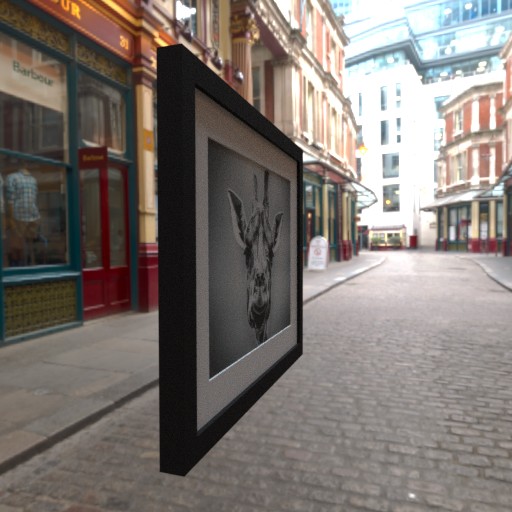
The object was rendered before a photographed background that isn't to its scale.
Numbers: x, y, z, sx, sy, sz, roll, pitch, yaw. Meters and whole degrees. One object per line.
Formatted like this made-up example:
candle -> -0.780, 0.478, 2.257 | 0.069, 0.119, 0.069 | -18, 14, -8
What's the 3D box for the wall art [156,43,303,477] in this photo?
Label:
wall art -> 0.000, 0.000, 0.736 | 0.031, 0.457, 0.558 | 1, 2, 19
